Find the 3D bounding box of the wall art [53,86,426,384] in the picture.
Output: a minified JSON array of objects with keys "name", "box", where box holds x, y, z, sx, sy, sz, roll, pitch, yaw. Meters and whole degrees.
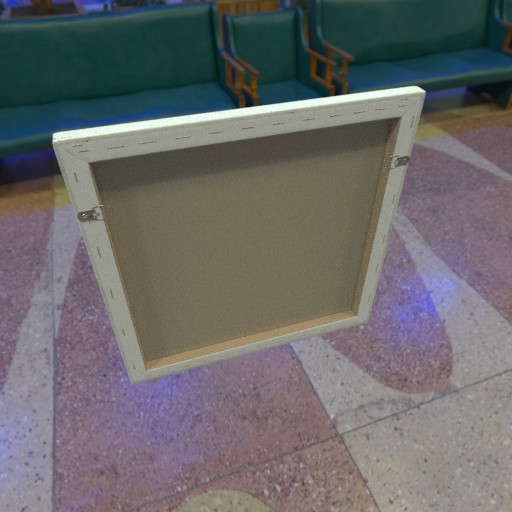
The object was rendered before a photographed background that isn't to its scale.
[{"name":"wall art","box":[0.000,0.000,1.124,0.762,0.762,0.038,-12,43,-13]}]
